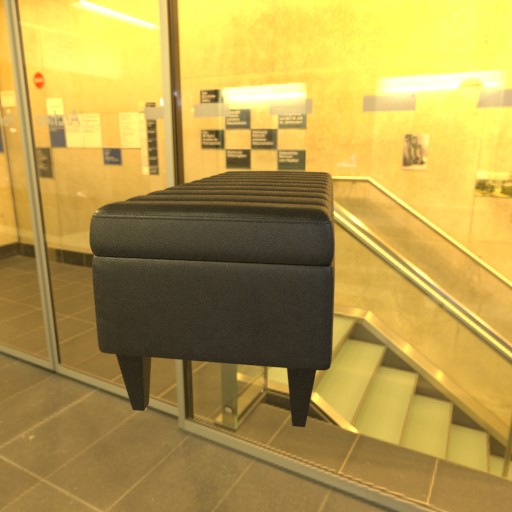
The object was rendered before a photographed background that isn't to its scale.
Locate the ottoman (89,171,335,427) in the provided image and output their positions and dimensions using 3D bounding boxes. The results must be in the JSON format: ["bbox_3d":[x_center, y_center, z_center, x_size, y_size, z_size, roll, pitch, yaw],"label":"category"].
[{"bbox_3d":[0.000,0.000,1.404,0.482,0.469,1.151,2,14,9],"label":"ottoman"}]
